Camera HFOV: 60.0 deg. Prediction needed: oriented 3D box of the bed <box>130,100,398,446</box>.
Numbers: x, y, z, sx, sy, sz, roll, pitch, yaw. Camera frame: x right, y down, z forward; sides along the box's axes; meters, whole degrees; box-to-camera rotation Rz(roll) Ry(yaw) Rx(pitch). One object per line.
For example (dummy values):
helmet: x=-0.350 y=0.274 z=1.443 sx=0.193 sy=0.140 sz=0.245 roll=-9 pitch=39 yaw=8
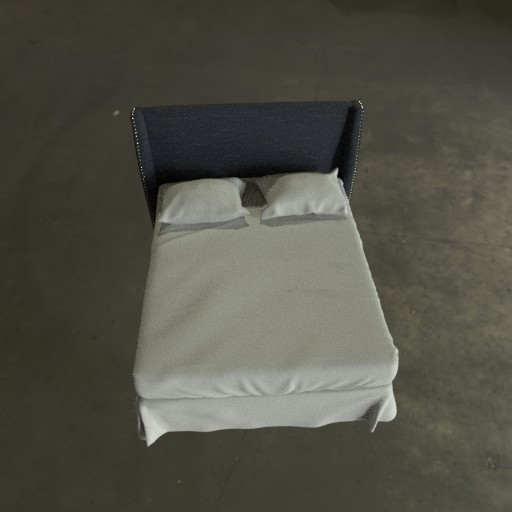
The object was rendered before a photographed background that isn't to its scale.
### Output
bed: x=0.000 y=0.000 z=3.369 sx=1.925 sy=1.332 sz=2.276 roll=-3 pitch=47 yaw=-2
